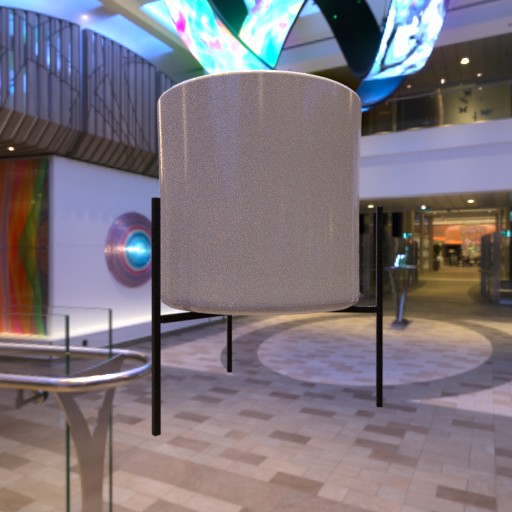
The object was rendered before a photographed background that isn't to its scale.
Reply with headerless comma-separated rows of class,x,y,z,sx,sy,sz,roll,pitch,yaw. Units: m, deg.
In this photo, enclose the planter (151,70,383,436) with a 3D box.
planter,0.000,0.000,0.745,0.360,0.480,0.361,0,0,-18
